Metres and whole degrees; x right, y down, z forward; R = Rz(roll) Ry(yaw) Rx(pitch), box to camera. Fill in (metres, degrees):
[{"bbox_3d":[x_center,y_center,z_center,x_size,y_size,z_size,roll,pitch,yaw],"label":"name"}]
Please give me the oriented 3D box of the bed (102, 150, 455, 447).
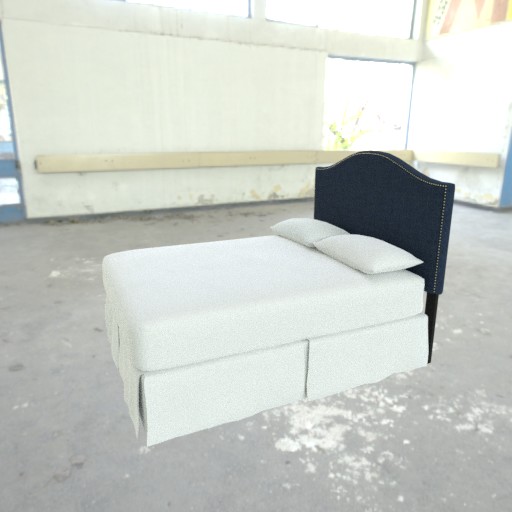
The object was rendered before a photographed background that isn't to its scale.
[{"bbox_3d":[0.000,0.000,3.344,2.153,1.518,1.725,-7,17,-23],"label":"bed"}]
